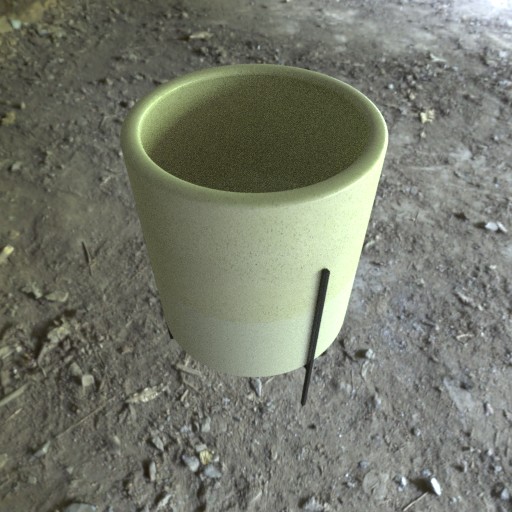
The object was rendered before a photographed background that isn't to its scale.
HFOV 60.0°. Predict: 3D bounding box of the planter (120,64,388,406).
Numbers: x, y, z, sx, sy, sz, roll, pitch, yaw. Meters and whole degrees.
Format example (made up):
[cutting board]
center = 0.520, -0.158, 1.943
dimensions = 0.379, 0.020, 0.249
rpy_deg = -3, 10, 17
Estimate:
[planter]
center = 0.000, 0.000, 0.716
dimensions = 0.324, 0.483, 0.333
rpy_deg = -24, 51, -21
